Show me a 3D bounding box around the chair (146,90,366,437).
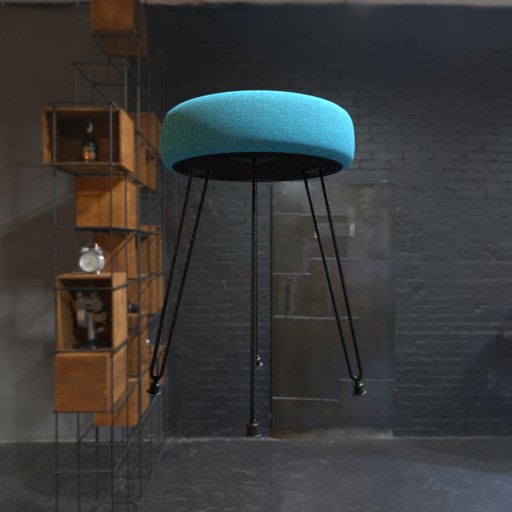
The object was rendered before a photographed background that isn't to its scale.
[{"bbox_3d":[0.000,0.000,0.704,0.350,0.440,0.350,0,1,1],"label":"chair"}]
